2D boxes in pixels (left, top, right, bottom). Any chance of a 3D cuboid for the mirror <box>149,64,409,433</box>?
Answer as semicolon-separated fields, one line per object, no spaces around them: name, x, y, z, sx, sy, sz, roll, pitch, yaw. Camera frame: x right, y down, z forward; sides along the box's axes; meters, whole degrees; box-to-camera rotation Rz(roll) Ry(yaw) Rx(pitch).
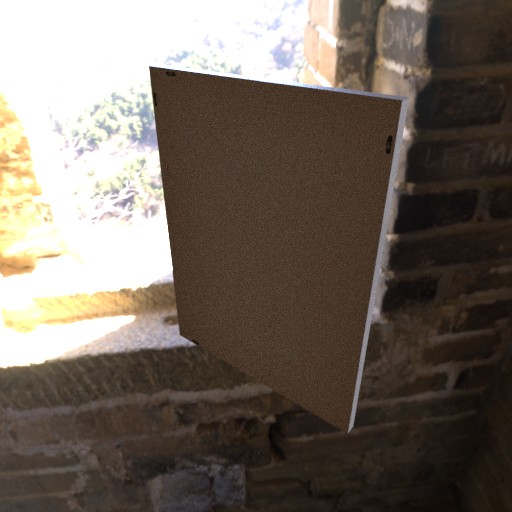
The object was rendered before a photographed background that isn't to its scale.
mirror;0.000;0.000;1.352;0.762;1.016;0.041;22;37;32
